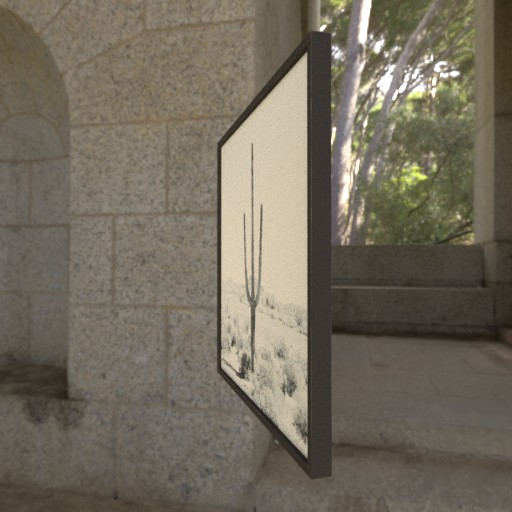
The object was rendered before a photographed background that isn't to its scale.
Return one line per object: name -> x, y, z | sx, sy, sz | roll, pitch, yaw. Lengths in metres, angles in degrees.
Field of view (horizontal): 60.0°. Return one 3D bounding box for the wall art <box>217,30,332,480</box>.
wall art -> 0.000, 0.000, 1.120 | 0.038, 0.762, 0.762 | 0, -1, -17
